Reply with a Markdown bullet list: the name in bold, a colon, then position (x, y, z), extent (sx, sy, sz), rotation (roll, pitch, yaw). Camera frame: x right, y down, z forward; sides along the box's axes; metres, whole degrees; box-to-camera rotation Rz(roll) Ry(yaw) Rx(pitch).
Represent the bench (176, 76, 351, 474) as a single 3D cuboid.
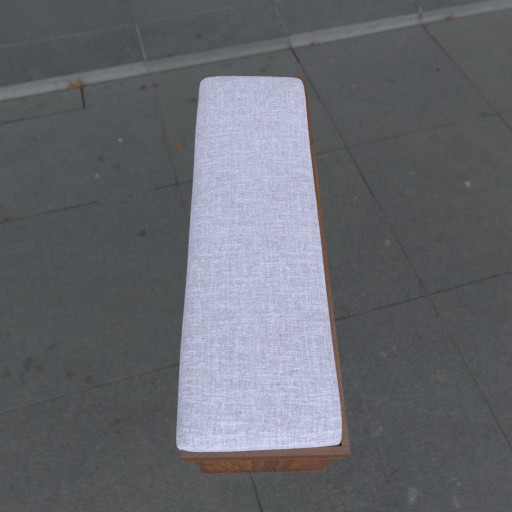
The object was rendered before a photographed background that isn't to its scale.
- **bench**: position (0.000, 0.000, 1.388), extent (0.367, 0.468, 1.196), rotation (-1, 59, -1)
